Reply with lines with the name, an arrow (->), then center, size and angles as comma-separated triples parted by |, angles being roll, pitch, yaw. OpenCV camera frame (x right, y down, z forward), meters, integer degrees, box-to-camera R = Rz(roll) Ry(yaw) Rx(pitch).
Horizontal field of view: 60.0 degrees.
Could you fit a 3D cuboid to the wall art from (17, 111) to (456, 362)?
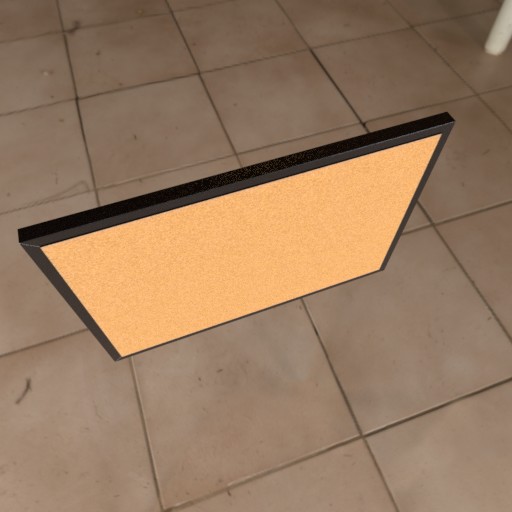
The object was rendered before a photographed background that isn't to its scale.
wall art -> 0.000, 0.000, 0.829 | 0.657, 0.458, 0.027 | -17, 59, -11
